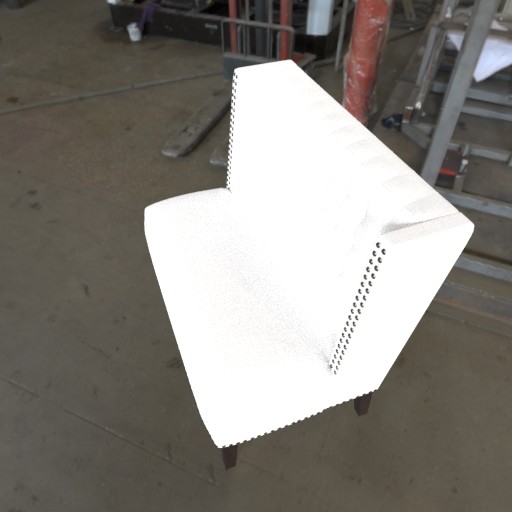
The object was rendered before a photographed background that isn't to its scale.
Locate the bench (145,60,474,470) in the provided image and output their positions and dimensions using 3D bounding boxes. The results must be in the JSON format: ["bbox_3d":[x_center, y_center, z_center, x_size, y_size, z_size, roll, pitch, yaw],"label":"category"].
[{"bbox_3d":[0.000,0.000,1.941,0.847,1.123,1.280,-15,47,-15],"label":"bench"}]
